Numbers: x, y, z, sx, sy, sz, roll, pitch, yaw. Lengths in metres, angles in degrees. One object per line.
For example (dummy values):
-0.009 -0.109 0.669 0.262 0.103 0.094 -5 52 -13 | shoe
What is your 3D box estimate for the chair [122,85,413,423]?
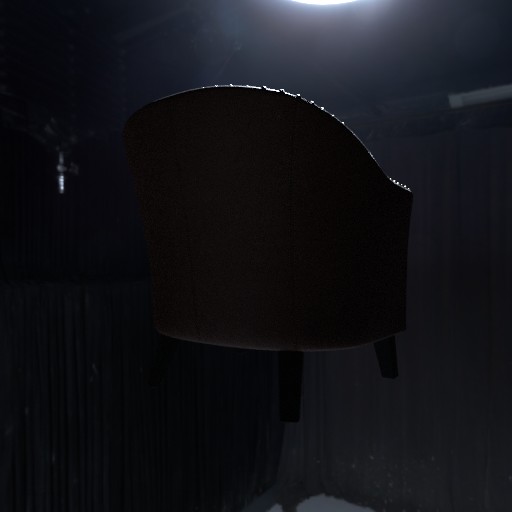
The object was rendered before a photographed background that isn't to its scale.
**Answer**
0.000 0.000 1.416 0.794 0.823 0.748 0 0 36 | chair
